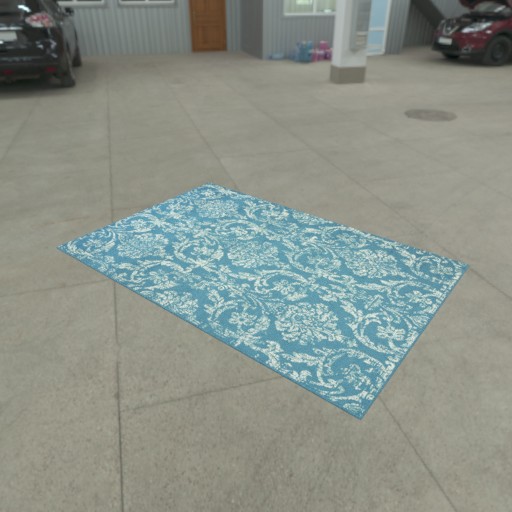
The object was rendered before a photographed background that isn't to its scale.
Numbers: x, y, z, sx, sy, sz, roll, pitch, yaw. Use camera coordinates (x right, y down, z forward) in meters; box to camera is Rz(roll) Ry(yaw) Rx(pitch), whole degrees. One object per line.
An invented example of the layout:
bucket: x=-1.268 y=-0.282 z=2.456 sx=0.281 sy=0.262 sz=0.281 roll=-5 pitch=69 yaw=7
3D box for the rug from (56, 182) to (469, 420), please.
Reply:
rug: x=0.000 y=0.000 z=3.519 sx=2.746 sy=0.018 sz=1.816 roll=22 pitch=37 yaw=32
